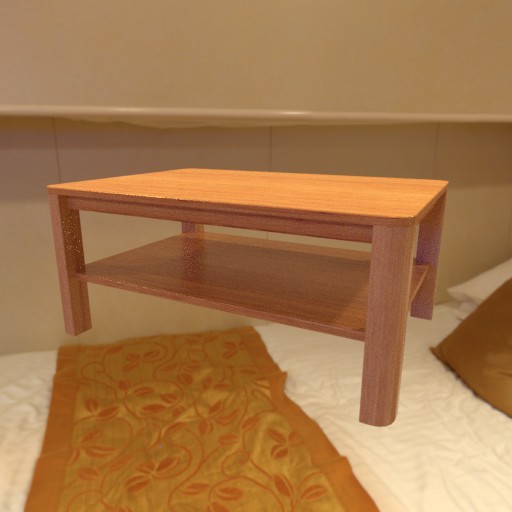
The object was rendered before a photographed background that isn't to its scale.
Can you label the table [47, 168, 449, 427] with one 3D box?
[{"bbox_3d":[0.000,0.000,1.367,0.997,0.445,0.696,8,18,27],"label":"table"}]
